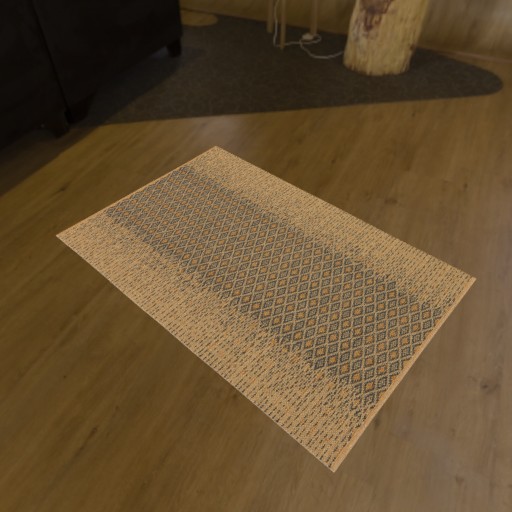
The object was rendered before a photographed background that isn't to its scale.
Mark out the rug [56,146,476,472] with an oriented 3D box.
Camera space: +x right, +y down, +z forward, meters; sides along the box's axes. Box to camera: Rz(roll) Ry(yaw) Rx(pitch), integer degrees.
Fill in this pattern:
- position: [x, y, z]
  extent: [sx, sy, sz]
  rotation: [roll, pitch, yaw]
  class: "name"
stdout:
- position: [0.000, 0.000, 2.298]
  extent: [1.828, 0.005, 1.219]
  rotation: [33, 54, 28]
  class: "rug"
